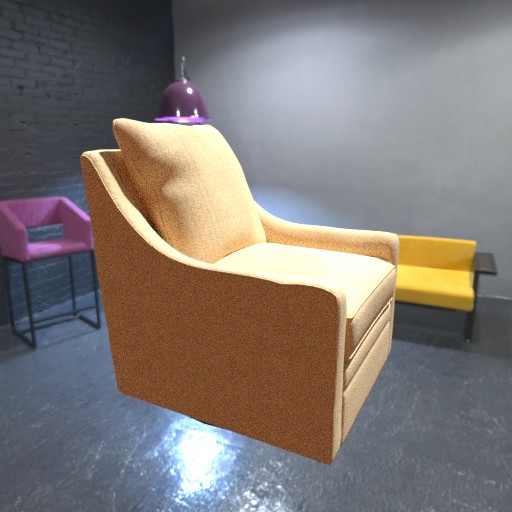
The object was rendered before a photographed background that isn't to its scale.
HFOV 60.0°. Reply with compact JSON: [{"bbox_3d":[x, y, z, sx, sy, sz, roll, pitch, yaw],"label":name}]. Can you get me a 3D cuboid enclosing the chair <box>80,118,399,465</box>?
[{"bbox_3d":[0.000,0.000,1.571,0.876,0.927,0.760,8,16,27],"label":"chair"}]
